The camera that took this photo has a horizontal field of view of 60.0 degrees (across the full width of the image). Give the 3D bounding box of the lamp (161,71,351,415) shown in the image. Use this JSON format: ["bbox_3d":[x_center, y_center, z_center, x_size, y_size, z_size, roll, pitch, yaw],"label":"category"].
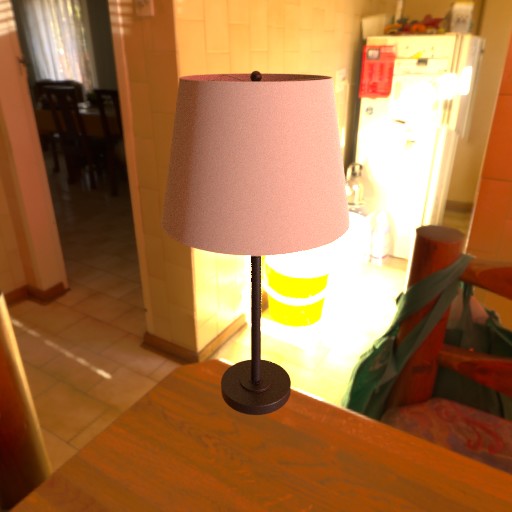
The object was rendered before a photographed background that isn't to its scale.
[{"bbox_3d":[0.000,0.000,0.901,0.363,0.696,0.363,0,25,0],"label":"lamp"}]
